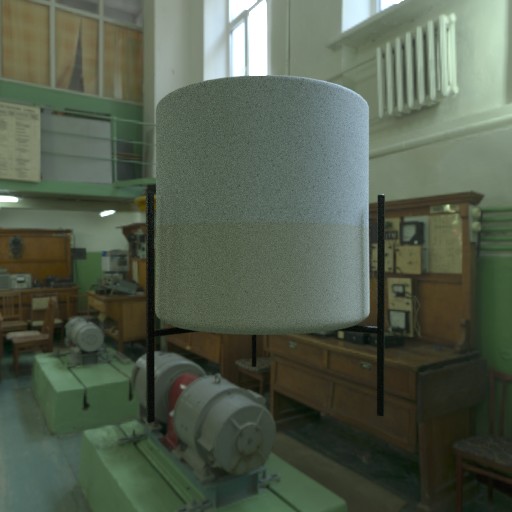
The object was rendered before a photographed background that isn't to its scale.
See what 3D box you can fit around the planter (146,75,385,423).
[{"bbox_3d":[0.000,0.000,0.657,0.335,0.423,0.313,0,1,-35],"label":"planter"}]
